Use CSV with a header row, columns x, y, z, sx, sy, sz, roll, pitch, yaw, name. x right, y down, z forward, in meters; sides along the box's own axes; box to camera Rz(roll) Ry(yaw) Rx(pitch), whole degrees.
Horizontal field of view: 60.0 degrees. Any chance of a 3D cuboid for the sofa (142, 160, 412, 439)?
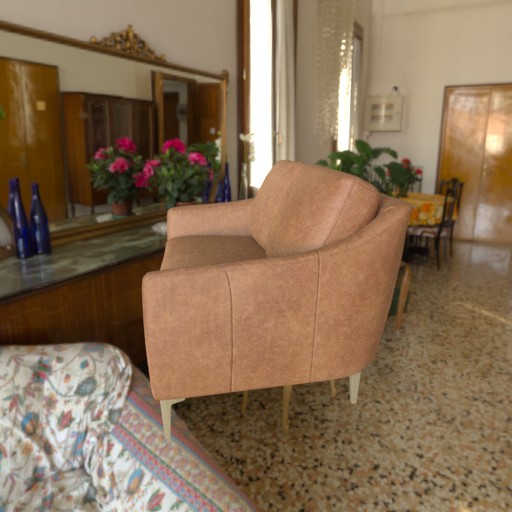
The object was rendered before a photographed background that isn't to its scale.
x,y,z,sx,sy,sz,roll,pitch,yaw,name
0.000,0.000,2.215,0.960,0.902,1.619,-2,14,-8,sofa
